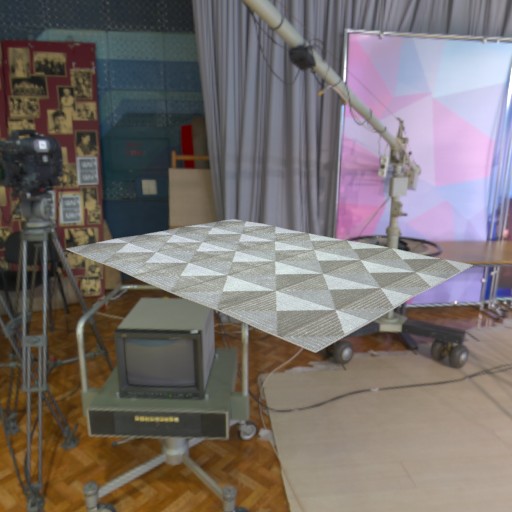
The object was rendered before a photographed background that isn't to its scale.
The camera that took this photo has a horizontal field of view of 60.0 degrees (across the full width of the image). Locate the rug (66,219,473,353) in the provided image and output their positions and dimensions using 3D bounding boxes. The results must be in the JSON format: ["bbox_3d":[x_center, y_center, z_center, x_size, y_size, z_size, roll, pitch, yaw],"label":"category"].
[{"bbox_3d":[0.000,0.000,4.460,3.333,0.027,2.428,15,21,43],"label":"rug"}]
